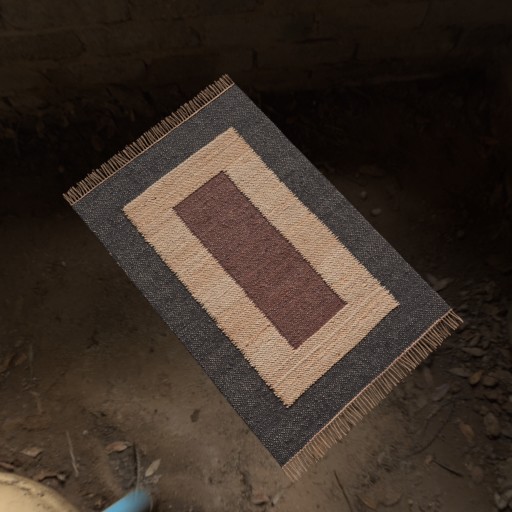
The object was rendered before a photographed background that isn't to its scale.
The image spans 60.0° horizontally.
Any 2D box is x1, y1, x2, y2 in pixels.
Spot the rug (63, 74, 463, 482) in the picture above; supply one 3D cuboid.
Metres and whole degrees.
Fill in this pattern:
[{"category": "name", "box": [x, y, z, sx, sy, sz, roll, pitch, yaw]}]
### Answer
[{"category": "rug", "box": [0.000, 0.000, 2.463, 1.224, 0.027, 2.021, -40, 80, -9]}]
